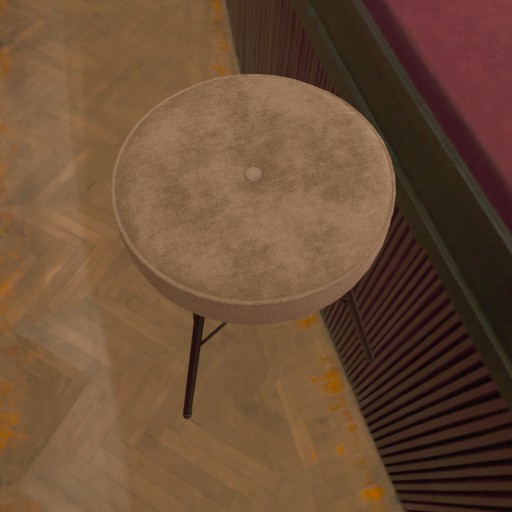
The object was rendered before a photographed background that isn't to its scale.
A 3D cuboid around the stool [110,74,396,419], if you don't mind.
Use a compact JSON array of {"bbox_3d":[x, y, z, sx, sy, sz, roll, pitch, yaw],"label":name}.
[{"bbox_3d":[0.000,0.000,0.860,0.457,0.538,0.423,-15,63,-8],"label":"stool"}]
